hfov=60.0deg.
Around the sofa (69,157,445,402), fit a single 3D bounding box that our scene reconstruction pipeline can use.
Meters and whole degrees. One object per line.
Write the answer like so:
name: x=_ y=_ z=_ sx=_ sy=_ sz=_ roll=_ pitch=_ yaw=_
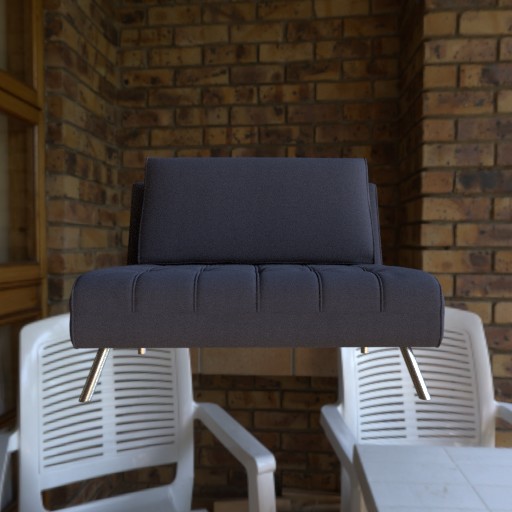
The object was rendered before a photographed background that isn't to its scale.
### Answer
sofa: x=0.000 y=0.000 z=1.852 sx=1.220 sy=0.910 sz=0.910 roll=0 pitch=1 yaw=-1
